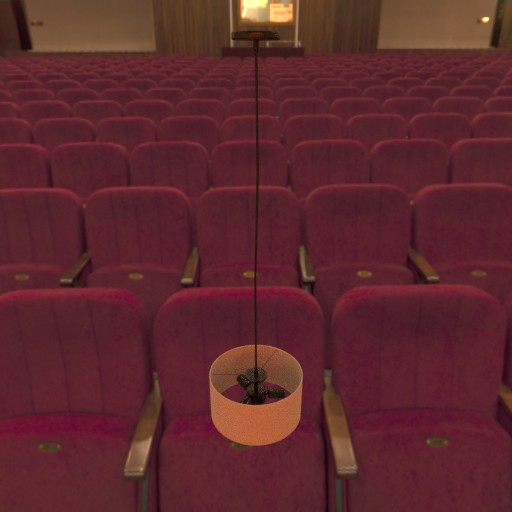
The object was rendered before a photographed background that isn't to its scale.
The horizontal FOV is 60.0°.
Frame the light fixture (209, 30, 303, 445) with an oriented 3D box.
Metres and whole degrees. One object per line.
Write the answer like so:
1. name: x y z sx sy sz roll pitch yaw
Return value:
1. light fixture: 0.000 0.000 1.678 0.399 1.516 0.399 0 24 0
